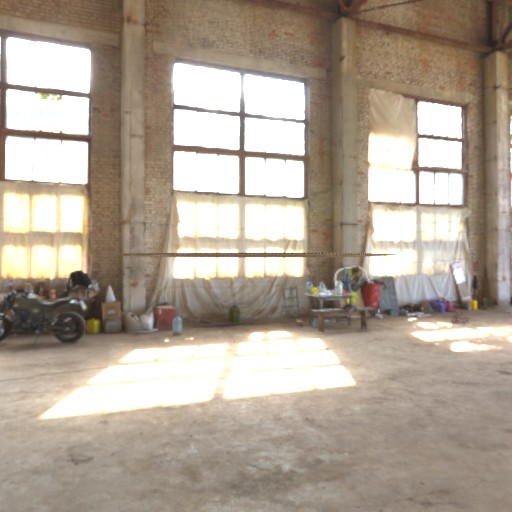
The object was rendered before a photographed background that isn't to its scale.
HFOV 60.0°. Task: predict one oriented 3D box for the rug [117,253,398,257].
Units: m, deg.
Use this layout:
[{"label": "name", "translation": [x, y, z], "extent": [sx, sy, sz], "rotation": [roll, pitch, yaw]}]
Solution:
[{"label": "rug", "translation": [0.000, 0.000, 2.970], "extent": [1.520, 0.006, 2.432], "rotation": [0, -1, -1]}]
